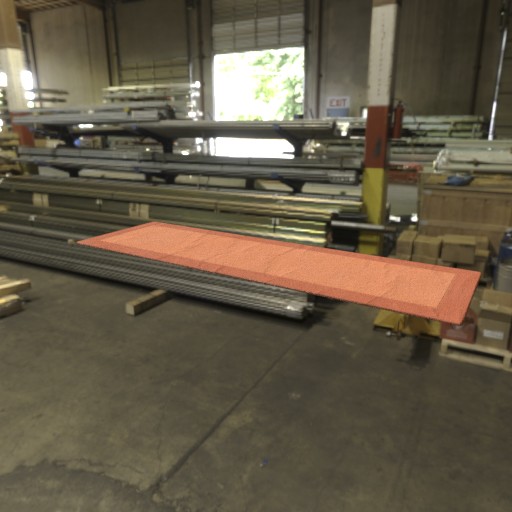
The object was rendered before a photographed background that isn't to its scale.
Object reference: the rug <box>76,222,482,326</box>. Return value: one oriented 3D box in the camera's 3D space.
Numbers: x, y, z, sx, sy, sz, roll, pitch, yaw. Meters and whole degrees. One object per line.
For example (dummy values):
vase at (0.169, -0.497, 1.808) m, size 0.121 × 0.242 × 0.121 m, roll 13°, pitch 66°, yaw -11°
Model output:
rug at (0.000, 0.000, 2.714) m, size 2.471 × 0.013 × 0.914 m, roll 9°, pitch 19°, yaw 26°
